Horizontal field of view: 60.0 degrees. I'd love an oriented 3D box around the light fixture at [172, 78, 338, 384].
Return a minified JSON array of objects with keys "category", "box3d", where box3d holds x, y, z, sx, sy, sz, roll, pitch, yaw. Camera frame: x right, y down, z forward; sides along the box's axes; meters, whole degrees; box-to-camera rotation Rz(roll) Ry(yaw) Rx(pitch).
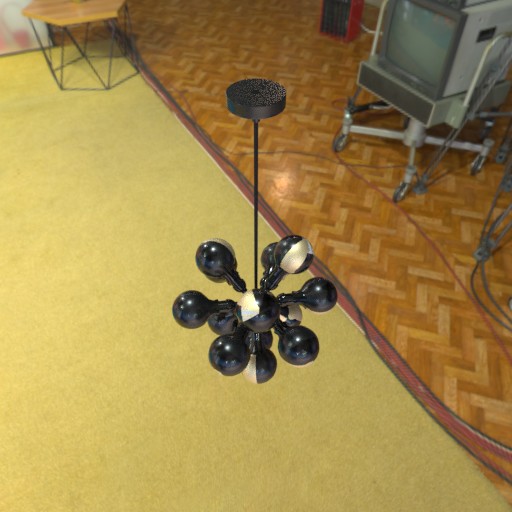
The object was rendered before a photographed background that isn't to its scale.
[{"category":"light fixture","box3d":[0.000,0.000,1.111,0.420,0.859,0.468,17,49,15]}]
